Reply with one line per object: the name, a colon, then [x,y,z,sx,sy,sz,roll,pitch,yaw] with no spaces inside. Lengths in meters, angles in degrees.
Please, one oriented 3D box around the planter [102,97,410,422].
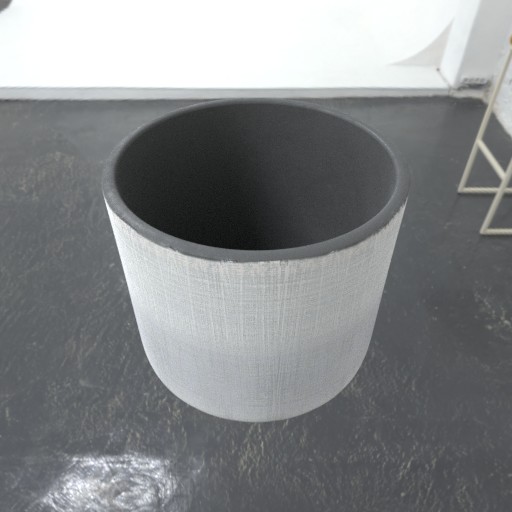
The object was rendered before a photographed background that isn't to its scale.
planter: [0.000,0.000,0.441,0.254,0.221,0.254,0,43,0]
